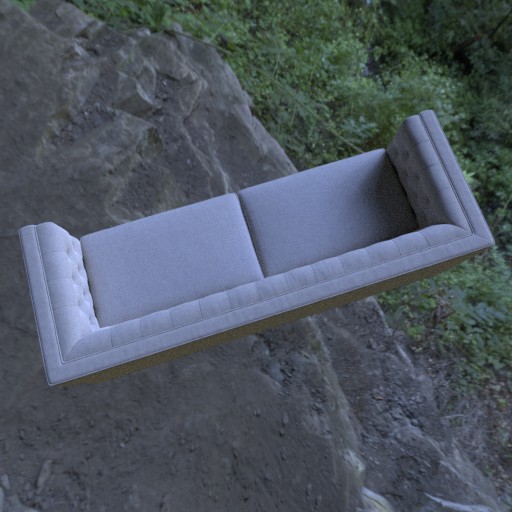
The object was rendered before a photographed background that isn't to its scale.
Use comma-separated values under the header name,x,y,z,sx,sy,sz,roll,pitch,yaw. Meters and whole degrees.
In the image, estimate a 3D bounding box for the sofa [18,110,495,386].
name,x,y,z,sx,sy,sz,roll,pitch,yaw
sofa,0.000,0.000,2.478,2.159,0.762,0.775,-17,76,-4
